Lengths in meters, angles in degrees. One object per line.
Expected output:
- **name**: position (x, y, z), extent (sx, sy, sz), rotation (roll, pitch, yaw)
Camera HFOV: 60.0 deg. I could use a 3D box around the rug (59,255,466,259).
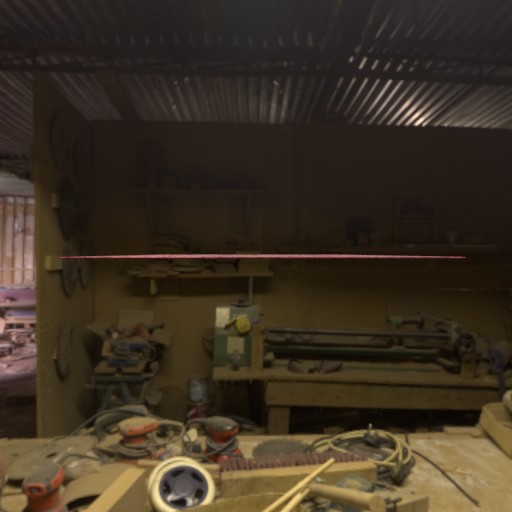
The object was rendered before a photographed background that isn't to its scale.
- **rug**: position (0.000, 0.000, 2.807), extent (1.579, 0.007, 2.184), rotation (0, 0, -2)
